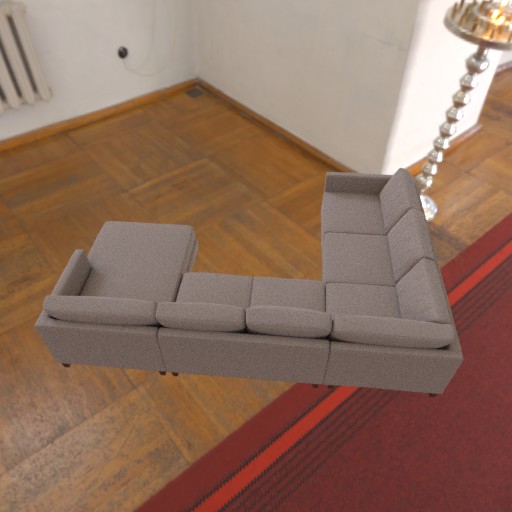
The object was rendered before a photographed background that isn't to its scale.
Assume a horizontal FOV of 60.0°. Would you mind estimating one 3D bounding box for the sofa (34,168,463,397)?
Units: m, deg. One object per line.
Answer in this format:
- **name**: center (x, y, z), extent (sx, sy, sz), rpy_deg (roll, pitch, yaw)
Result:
- **sofa**: center (0.000, 0.000, 4.517), extent (3.438, 0.865, 2.424), rpy_deg (4, 45, 4)
